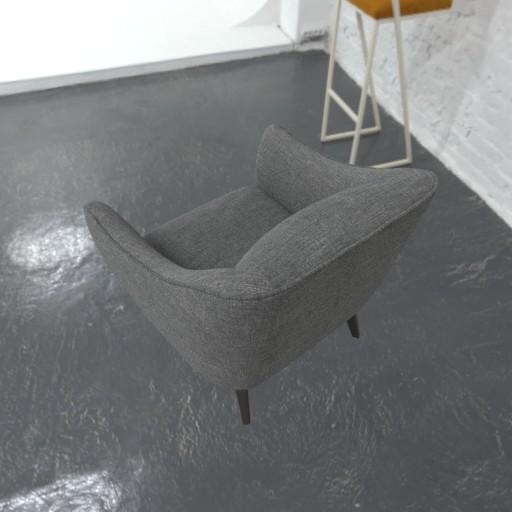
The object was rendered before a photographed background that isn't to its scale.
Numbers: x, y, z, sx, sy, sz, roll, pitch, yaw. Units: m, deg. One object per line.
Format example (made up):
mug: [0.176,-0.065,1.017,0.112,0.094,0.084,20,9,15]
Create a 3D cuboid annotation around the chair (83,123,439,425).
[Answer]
chair: [0.000,0.000,1.572,0.870,0.829,0.851,-30,53,-26]
